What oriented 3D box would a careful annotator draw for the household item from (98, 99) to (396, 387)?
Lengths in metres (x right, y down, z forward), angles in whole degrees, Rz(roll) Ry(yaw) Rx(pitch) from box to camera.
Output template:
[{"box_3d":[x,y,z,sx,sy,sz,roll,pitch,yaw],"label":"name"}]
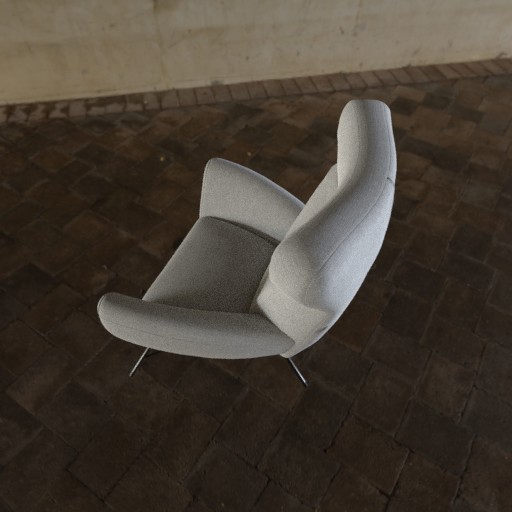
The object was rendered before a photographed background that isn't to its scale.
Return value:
[{"box_3d":[0.000,0.000,1.748,0.900,1.050,0.980,15,48,14],"label":"household item"}]
